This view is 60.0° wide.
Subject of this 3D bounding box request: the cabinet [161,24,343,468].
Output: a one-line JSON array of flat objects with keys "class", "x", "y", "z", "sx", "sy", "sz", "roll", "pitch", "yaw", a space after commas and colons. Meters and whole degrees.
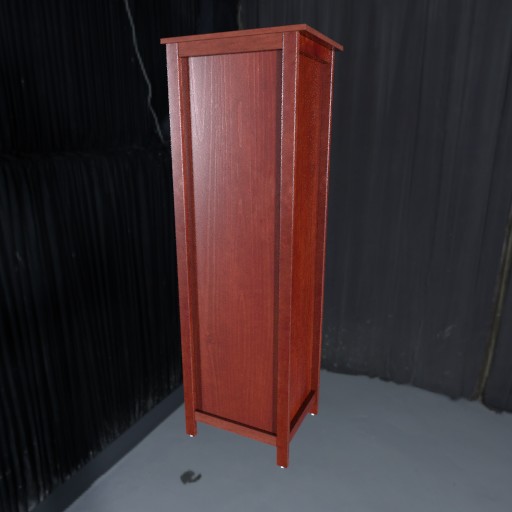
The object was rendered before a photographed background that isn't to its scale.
[{"class": "cabinet", "x": 0.000, "y": 0.000, "z": 1.726, "sx": 0.500, "sy": 1.518, "sz": 0.401, "roll": 8, "pitch": 18, "yaw": 25}]
